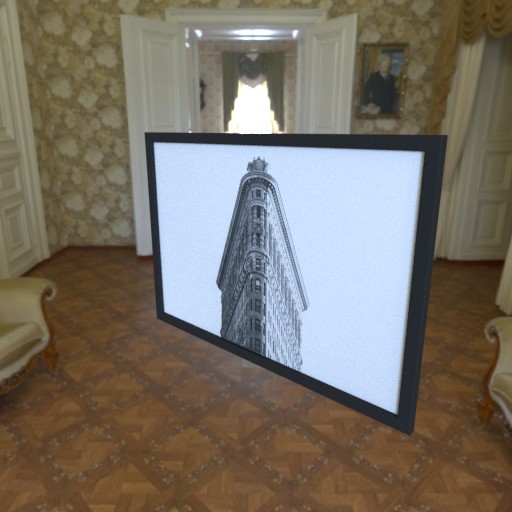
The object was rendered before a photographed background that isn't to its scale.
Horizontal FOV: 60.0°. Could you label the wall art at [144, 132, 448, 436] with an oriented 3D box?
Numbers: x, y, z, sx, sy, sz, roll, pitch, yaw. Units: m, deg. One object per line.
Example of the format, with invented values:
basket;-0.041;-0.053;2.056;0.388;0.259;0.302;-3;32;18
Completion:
wall art;0.000;0.000;1.236;0.964;0.659;0.049;15;22;42
